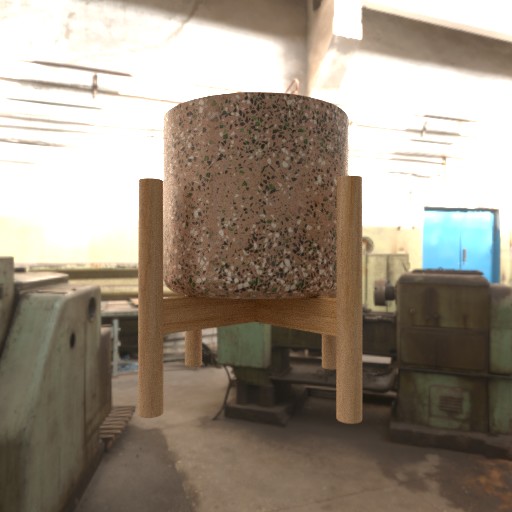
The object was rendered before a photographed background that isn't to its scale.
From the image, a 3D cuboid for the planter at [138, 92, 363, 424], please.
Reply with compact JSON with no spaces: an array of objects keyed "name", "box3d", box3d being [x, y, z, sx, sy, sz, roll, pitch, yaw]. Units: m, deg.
[{"name":"planter","box3d":[0.000,0.000,0.542,0.284,0.320,0.284,0,0,-18]}]
